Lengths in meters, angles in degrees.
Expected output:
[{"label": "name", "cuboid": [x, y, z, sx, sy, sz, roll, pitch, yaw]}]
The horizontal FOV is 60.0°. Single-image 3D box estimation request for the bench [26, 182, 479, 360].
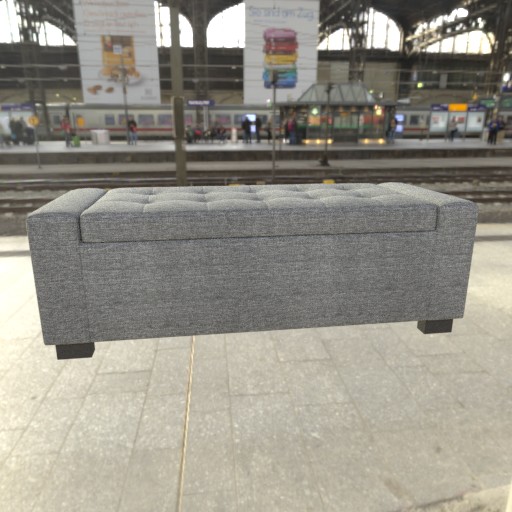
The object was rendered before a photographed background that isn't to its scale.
[{"label": "bench", "cuboid": [0.000, 0.000, 1.535, 1.296, 0.445, 0.508, -2, 17, -8]}]
